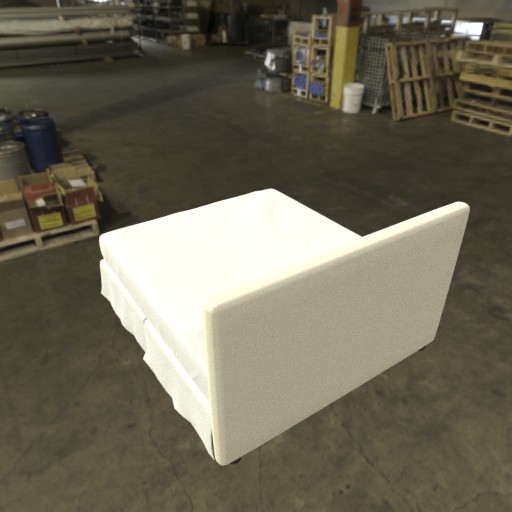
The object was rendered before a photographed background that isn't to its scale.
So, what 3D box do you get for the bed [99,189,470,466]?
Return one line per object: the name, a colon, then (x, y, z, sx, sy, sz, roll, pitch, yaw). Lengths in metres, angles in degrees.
bed: (0.000, 0.000, 3.691, 2.119, 1.317, 2.341, -19, 36, -29)
